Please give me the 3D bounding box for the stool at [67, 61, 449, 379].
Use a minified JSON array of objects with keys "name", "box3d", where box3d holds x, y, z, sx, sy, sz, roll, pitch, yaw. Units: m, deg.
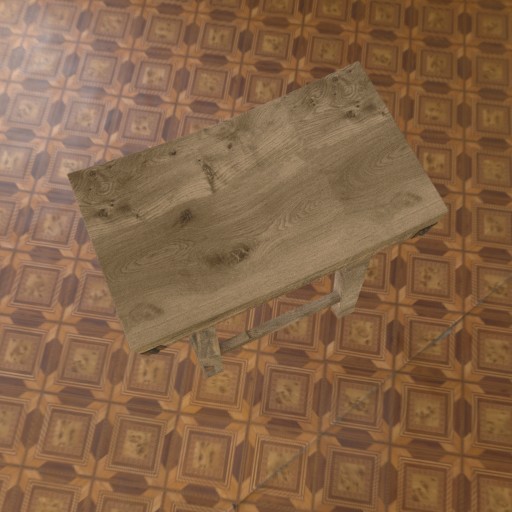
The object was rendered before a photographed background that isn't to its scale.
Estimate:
[{"name":"stool","box3d":[0.000,0.000,0.889,0.450,0.635,0.330,-23,76,-6]}]
